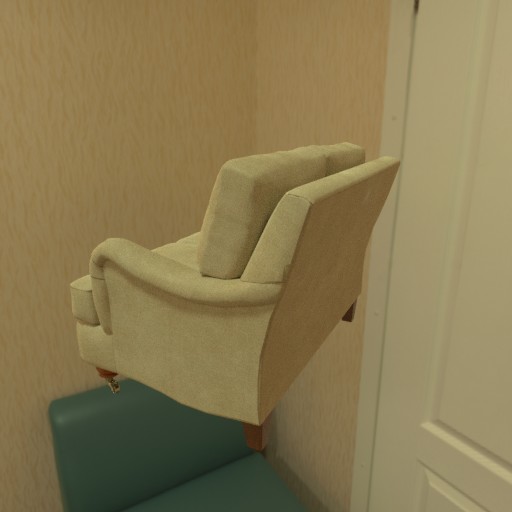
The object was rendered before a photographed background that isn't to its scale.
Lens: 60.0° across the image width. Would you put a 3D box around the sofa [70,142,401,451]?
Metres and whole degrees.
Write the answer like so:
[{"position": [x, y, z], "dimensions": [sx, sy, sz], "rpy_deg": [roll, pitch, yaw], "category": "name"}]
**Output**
[{"position": [0.000, 0.000, 2.227], "dimensions": [1.086, 1.087, 1.498], "rpy_deg": [9, 19, 26], "category": "sofa"}]
